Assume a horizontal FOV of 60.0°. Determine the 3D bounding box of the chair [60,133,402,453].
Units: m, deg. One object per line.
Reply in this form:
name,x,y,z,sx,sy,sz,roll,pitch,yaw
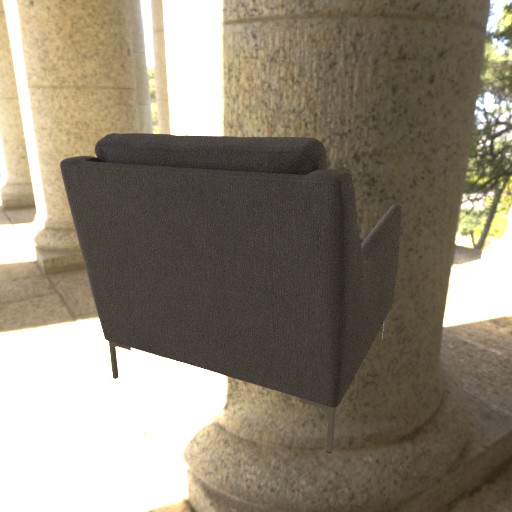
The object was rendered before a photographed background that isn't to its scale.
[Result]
chair,0.000,0.000,1.525,0.847,0.828,0.849,9,20,26
